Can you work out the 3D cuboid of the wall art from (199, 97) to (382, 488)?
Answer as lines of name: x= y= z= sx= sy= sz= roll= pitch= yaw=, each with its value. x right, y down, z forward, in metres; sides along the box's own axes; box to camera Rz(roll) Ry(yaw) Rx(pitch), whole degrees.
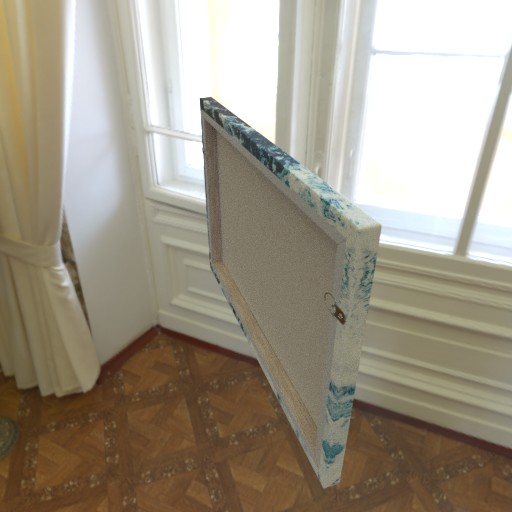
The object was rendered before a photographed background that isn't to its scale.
wall art: x=0.000 y=0.000 z=1.134 sx=0.042 sy=0.610 sz=0.915 roll=-11 pitch=33 yaw=-17
